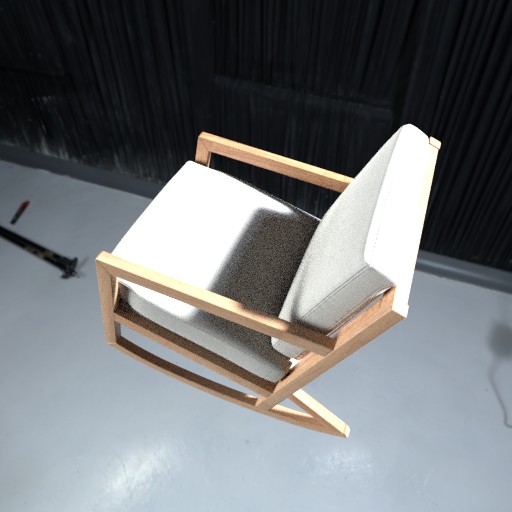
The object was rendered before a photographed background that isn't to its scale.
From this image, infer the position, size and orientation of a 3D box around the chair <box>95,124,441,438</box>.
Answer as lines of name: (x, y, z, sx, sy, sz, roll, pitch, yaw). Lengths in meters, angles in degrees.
chair: (0.000, 0.000, 1.380, 0.857, 0.790, 0.622, 16, 50, 14)
